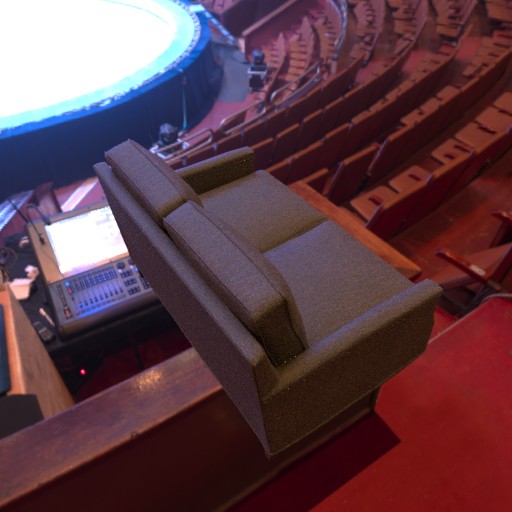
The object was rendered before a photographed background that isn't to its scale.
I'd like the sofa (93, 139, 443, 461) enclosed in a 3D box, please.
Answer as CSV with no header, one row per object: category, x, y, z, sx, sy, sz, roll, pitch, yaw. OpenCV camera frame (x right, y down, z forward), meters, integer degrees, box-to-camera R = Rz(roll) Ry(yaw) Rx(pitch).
sofa,0.000,0.000,2.325,1.084,1.003,1.597,-25,48,-25
